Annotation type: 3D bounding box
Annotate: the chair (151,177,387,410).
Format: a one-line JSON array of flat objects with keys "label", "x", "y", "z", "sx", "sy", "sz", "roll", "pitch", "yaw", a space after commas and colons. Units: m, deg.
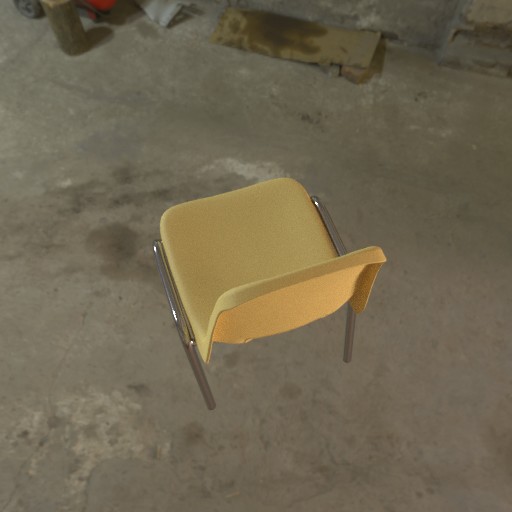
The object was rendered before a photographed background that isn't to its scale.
[{"label": "chair", "x": 0.000, "y": 0.000, "z": 0.802, "sx": 0.354, "sy": 0.536, "sz": 0.385, "roll": -16, "pitch": 61, "yaw": -9}]
